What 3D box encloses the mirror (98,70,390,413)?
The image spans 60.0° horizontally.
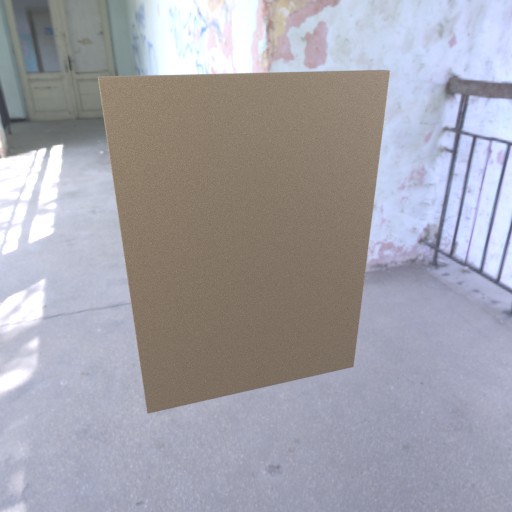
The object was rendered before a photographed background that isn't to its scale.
[{"bbox_3d":[0.000,0.000,1.339,0.756,1.023,0.032,-8,27,-16],"label":"mirror"}]
